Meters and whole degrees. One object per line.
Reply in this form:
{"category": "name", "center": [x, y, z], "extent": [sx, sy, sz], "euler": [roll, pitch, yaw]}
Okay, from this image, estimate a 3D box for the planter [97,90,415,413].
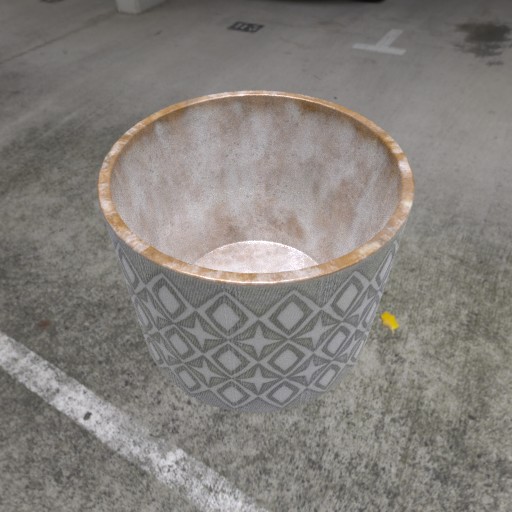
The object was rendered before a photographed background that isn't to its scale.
{"category": "planter", "center": [0.000, 0.000, 0.446], "extent": [0.255, 0.223, 0.255], "euler": [0, 47, 0]}
